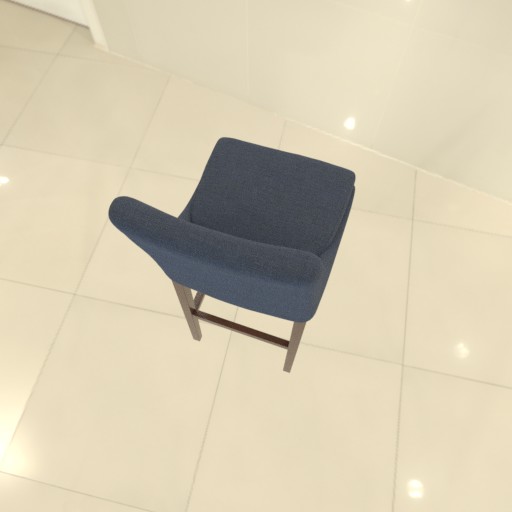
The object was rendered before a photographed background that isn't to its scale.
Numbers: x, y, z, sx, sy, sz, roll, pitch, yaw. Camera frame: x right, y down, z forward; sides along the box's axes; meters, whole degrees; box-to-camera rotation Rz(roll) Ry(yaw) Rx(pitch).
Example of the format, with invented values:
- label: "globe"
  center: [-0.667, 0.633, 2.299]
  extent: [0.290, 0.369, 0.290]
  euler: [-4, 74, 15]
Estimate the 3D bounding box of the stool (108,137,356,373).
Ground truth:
- label: "stool"
  center: [0.000, 0.000, 1.381]
  extent: [0.470, 1.078, 0.577]
  euler: [17, 64, 9]
